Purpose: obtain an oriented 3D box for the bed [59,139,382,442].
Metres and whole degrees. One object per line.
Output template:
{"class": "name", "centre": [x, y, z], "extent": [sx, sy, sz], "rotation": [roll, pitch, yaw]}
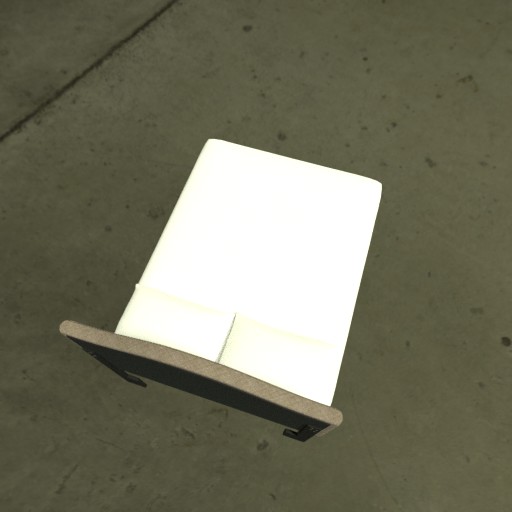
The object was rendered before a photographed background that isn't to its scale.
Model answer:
{"class": "bed", "centre": [0.000, 0.000, 3.336], "extent": [1.713, 1.518, 2.153], "rotation": [16, 65, 8]}
